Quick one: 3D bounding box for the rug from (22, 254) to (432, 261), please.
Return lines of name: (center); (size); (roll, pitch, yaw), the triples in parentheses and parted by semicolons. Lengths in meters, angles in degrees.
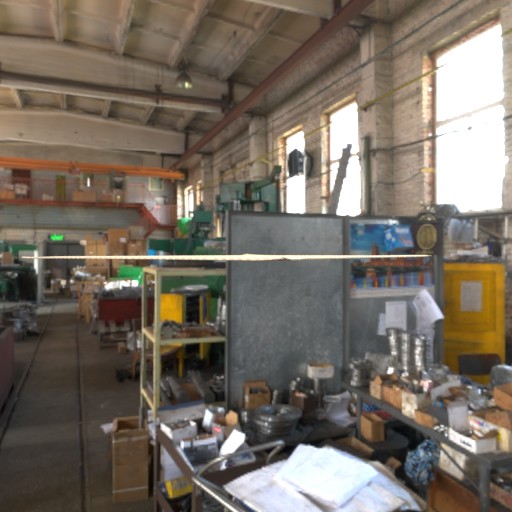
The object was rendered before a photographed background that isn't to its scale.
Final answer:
rug: (0.000, 0.000, 3.860); (2.277, 0.035, 2.897); (0, 0, 34)
